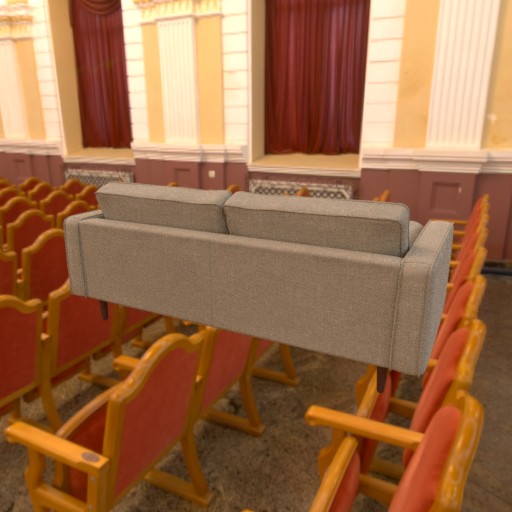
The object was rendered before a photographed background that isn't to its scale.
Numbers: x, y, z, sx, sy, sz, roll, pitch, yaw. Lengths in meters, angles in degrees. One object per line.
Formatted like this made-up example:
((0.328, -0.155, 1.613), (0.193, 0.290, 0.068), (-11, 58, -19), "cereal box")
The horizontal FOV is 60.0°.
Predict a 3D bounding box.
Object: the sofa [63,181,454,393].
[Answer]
((0.000, 0.000, 2.368), (1.879, 0.762, 0.914), (8, 18, 26), "sofa")
